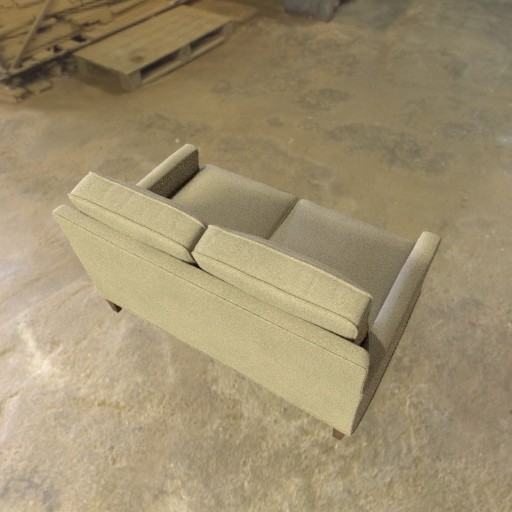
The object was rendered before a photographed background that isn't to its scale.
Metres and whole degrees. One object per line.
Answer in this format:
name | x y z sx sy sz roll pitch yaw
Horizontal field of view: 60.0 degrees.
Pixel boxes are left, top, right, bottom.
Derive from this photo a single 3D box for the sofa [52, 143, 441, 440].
sofa | 0.000 0.000 2.277 1.597 1.003 1.084 24 51 21
